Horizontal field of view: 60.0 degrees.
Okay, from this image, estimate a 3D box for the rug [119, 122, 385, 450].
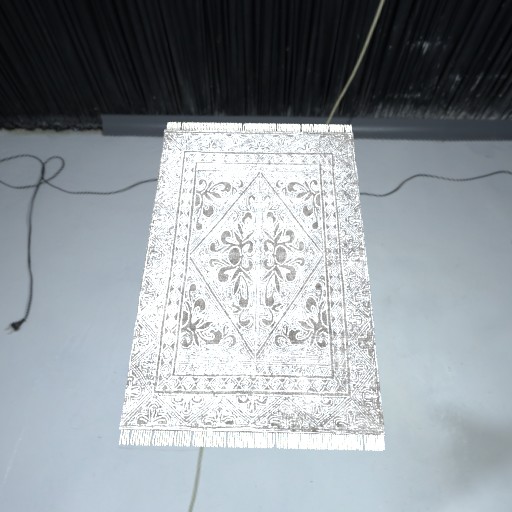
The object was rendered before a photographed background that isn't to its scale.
[{"bbox_3d":[0.000,0.000,3.064,1.529,0.010,2.440,1,63,1],"label":"rug"}]
